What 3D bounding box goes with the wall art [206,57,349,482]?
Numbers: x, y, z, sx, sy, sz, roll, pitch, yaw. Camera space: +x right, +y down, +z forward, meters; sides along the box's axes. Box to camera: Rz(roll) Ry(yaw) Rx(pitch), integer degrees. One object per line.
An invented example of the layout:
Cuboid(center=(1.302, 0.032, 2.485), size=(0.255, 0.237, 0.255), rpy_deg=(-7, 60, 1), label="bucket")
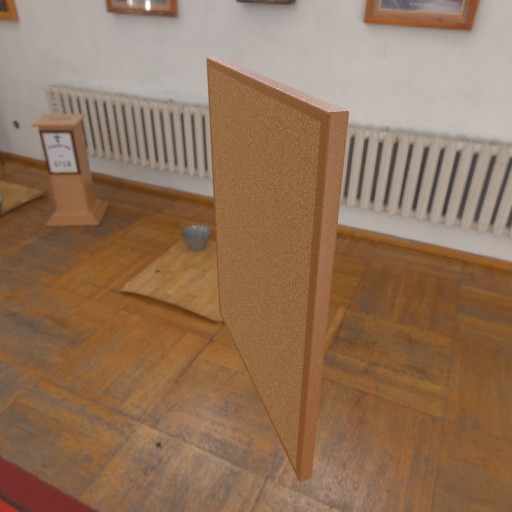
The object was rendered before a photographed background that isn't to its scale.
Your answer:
Cuboid(center=(0.000, 0.000, 0.727), size=(0.022, 0.553, 0.452), rpy_deg=(-10, 32, -17), label="wall art")
